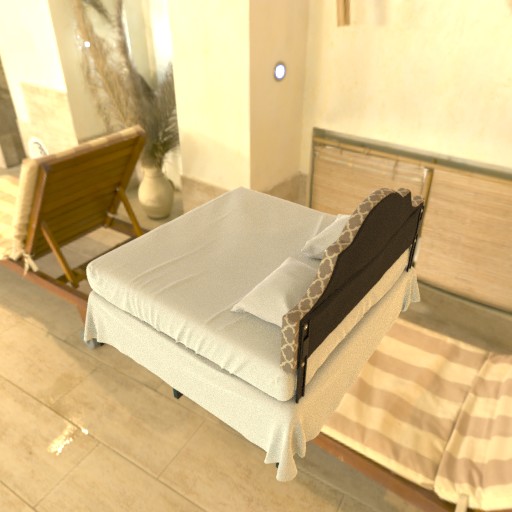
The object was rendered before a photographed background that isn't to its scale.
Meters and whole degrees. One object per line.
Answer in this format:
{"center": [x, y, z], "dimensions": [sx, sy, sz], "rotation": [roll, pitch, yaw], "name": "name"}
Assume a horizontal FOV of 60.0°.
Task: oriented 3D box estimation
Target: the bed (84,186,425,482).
{"center": [0.000, 0.000, 3.681], "dimensions": [2.222, 1.601, 2.314], "rotation": [22, 38, 31], "name": "bed"}
